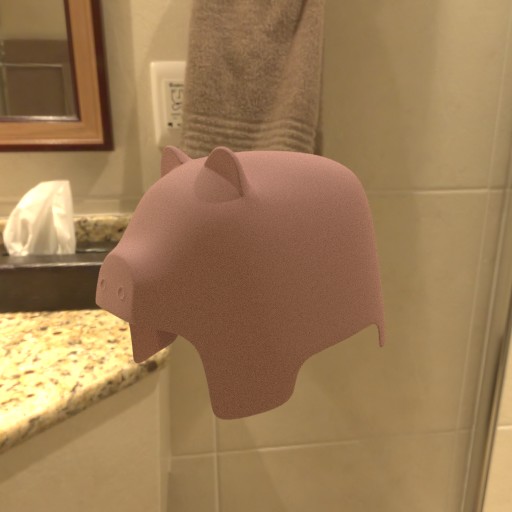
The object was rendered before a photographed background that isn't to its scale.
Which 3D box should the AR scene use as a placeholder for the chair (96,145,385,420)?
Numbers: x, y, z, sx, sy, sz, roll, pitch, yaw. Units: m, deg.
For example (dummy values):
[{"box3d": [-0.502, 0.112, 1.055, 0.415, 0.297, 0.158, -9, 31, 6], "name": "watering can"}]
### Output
[{"box3d": [0.000, 0.000, 0.872, 0.364, 0.423, 0.619, 14, 21, 43], "name": "chair"}]
